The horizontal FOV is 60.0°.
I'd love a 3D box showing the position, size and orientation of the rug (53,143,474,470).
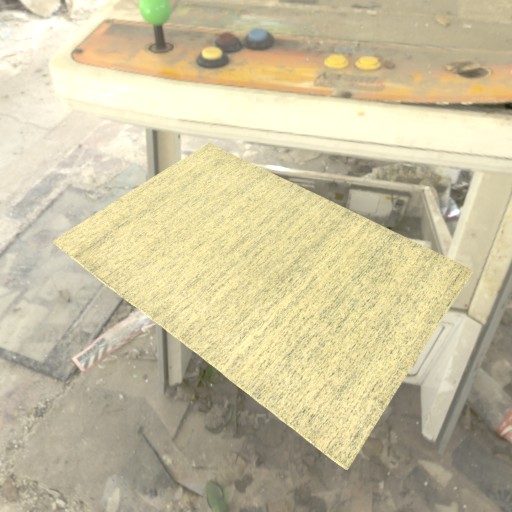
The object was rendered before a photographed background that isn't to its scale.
[{"bbox_3d":[0.000,0.000,2.842,2.263,0.017,1.523,31,54,26],"label":"rug"}]
